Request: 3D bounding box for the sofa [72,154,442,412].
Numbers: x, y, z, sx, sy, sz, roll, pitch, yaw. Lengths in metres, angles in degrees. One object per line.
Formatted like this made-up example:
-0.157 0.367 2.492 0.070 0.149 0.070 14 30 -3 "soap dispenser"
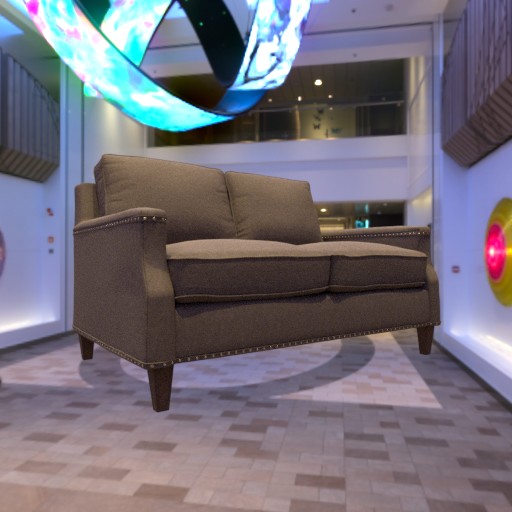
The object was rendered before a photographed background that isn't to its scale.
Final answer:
0.000 0.000 2.237 1.597 1.003 1.084 0 0 -35 "sofa"
